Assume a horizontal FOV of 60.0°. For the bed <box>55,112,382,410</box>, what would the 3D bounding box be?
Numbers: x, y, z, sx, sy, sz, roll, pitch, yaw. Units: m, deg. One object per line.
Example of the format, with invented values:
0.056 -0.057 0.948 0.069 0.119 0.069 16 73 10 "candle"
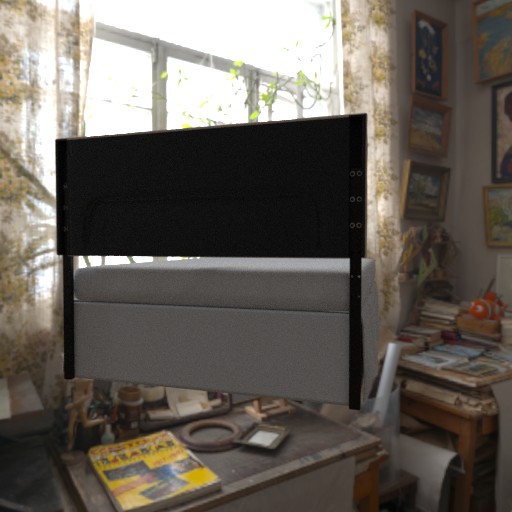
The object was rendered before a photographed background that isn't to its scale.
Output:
0.000 0.000 3.034 1.643 1.270 1.978 0 2 17 "bed"
